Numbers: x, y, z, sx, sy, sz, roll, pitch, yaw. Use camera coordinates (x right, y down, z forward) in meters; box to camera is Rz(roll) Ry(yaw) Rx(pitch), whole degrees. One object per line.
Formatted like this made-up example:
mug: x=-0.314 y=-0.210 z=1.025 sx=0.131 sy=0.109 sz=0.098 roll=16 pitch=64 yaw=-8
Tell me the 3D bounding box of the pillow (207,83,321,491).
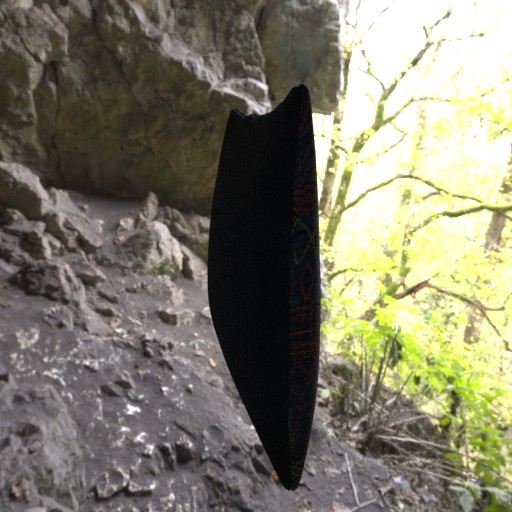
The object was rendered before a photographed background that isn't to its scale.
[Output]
pillow: x=0.000 y=0.000 z=0.638 sx=0.141 sy=0.431 sz=0.431 roll=-3 pitch=17 yaw=-10
